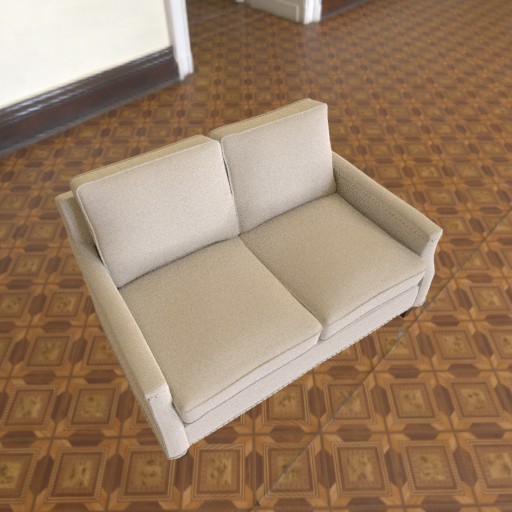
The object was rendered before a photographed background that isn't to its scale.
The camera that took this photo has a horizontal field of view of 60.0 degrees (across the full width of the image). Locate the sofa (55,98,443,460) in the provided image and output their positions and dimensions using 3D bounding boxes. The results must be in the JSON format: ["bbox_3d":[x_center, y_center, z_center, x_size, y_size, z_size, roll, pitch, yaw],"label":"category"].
[{"bbox_3d":[0.000,0.000,2.236,1.597,1.003,1.084,-25,52,-22],"label":"sofa"}]
